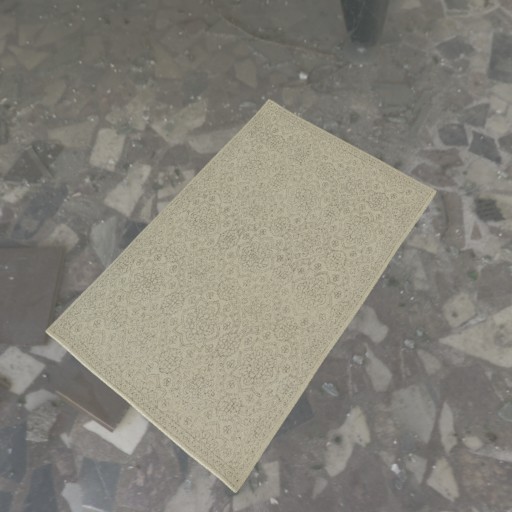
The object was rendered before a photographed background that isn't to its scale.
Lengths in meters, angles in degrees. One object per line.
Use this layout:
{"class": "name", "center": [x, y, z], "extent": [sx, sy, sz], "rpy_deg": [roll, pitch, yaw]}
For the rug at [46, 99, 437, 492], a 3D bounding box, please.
{"class": "rug", "center": [0.000, 0.000, 2.412], "extent": [1.214, 0.023, 1.947], "rpy_deg": [33, 69, 15]}
